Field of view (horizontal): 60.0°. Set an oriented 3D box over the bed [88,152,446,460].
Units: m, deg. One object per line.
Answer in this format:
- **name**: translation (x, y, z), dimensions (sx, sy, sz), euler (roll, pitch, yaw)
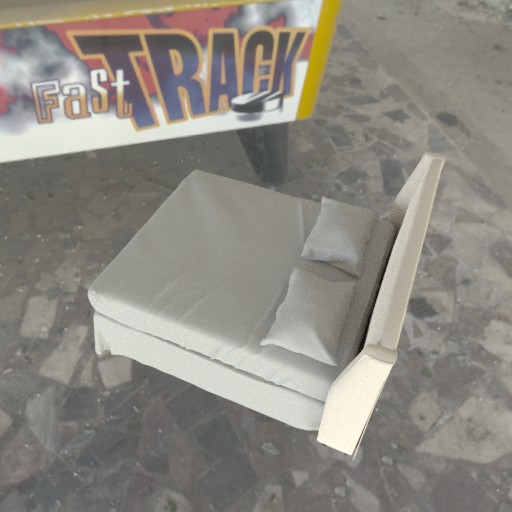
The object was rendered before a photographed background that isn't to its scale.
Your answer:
- **bed**: translation (0.000, 0.000, 3.466), dimensions (2.276, 1.332, 1.925), euler (18, 49, 16)
